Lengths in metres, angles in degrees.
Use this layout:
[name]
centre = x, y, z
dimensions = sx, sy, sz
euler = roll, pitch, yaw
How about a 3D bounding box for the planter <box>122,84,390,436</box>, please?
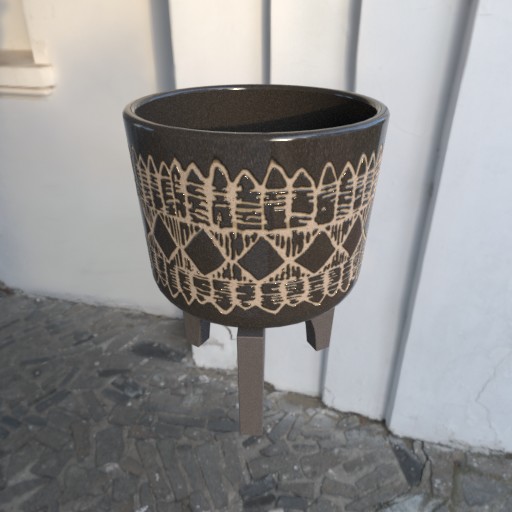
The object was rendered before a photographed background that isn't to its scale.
[planter]
centre = 0.000, 0.000, 0.398
dimensions = 0.196, 0.264, 0.196
euler = 17, 34, 28
